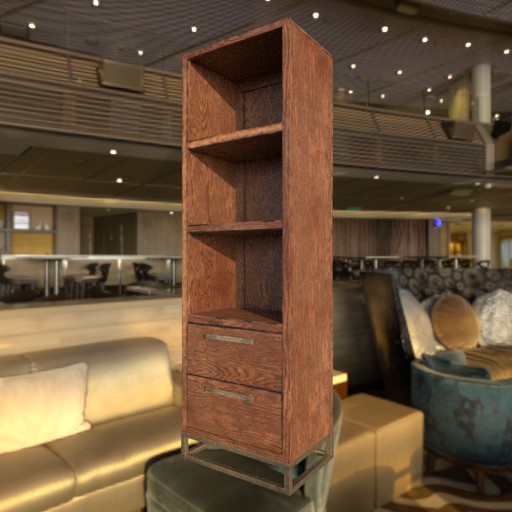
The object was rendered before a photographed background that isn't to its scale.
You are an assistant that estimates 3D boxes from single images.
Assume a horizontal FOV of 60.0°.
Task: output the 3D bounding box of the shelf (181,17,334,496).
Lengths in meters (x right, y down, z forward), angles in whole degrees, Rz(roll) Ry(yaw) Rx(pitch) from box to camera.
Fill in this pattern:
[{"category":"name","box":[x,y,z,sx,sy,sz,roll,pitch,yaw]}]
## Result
[{"category":"shelf","box":[0.000,0.000,1.898,0.539,1.732,0.395,0,0,35]}]
